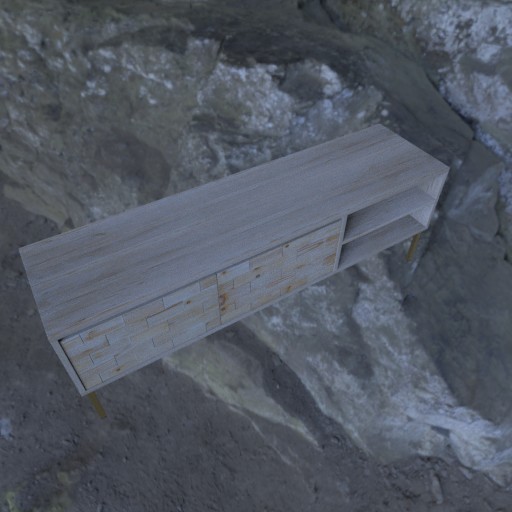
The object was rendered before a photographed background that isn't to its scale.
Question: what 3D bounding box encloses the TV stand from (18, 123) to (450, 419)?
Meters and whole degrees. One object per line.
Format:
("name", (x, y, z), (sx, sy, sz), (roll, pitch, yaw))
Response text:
("TV stand", (0.000, 0.000, 1.841), (1.600, 0.550, 0.420), (-23, 50, -21))
